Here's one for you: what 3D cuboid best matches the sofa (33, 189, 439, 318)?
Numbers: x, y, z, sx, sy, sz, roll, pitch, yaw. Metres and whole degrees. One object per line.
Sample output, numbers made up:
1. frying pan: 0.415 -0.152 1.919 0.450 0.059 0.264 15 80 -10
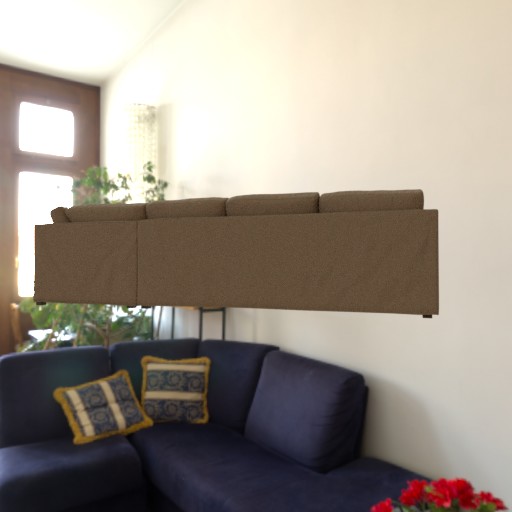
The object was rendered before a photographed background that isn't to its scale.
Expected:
1. sofa: 0.000 0.000 4.378 3.182 0.871 2.432 0 -1 18
